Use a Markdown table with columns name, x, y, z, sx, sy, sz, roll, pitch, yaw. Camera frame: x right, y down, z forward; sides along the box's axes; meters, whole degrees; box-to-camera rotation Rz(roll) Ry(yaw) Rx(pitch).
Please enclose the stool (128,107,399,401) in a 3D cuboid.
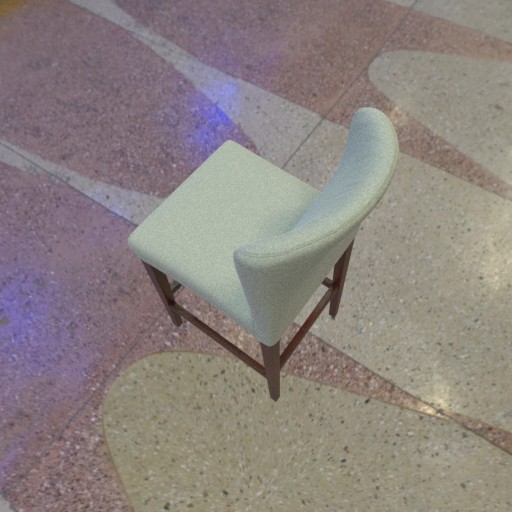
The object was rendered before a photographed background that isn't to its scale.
| name | x | y | z | sx | sy | sz | roll | pitch | yaw |
| --- | --- | --- | --- | --- | --- | --- | --- | --- | --- |
| stool | 0.000 | 0.000 | 1.351 | 0.568 | 1.069 | 0.479 | 33 | 66 | 17 |
